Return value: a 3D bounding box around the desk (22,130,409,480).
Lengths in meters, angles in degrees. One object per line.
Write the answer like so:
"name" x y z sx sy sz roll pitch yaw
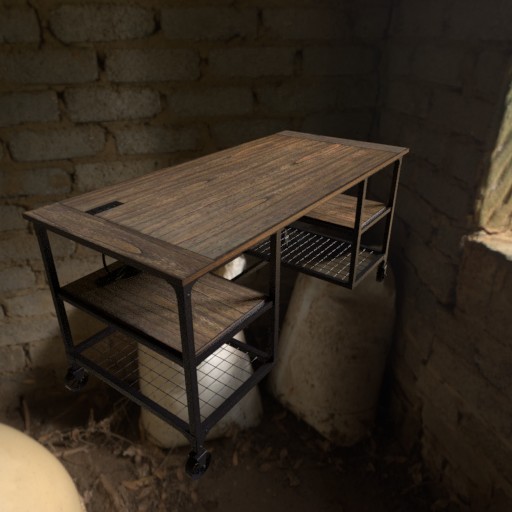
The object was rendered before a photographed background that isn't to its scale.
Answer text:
"desk" 0.000 0.000 1.959 0.711 0.751 1.590 19 33 32
